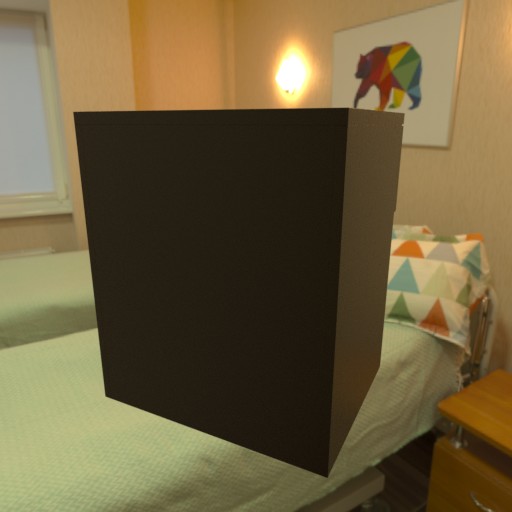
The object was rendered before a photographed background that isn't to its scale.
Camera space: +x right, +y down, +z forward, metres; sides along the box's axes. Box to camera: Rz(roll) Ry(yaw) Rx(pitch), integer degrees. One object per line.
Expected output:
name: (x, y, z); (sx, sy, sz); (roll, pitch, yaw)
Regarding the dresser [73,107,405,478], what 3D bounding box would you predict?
dresser: (0.000, 0.000, 0.764); (0.400, 0.470, 0.360); (8, 19, 26)
